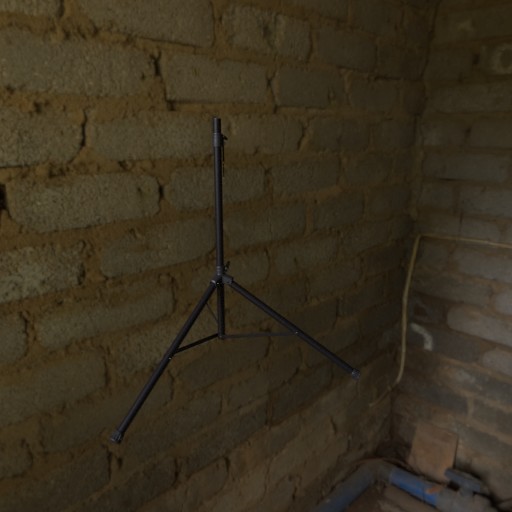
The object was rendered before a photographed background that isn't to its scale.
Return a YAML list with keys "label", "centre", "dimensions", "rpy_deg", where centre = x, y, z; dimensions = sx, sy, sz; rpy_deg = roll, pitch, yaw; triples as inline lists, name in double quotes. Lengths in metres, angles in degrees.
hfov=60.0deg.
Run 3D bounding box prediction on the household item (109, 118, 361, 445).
- label: "household item"
  centre: [0.000, 0.000, 2.683]
  dimensions: [1.339, 1.595, 1.596]
  rpy_deg: [2, 15, 7]
